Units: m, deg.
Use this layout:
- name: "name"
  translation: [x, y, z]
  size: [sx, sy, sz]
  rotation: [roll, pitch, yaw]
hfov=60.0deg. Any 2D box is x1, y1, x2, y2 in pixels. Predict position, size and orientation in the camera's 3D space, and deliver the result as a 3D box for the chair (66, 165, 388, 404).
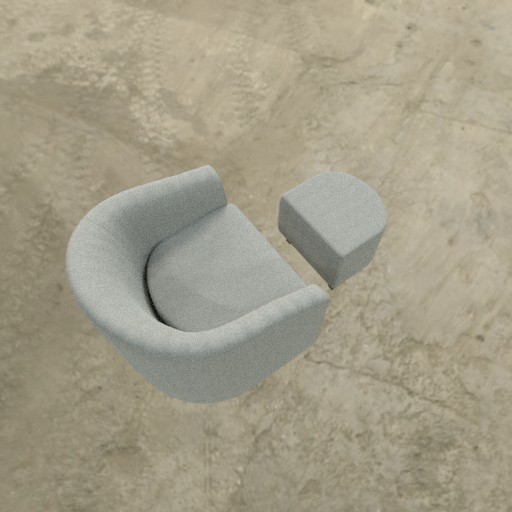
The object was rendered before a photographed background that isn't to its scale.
- name: "chair"
  translation: [0.000, 0.000, 1.780]
  size: [1.288, 0.757, 0.756]
  rotation: [-31, 63, -18]
